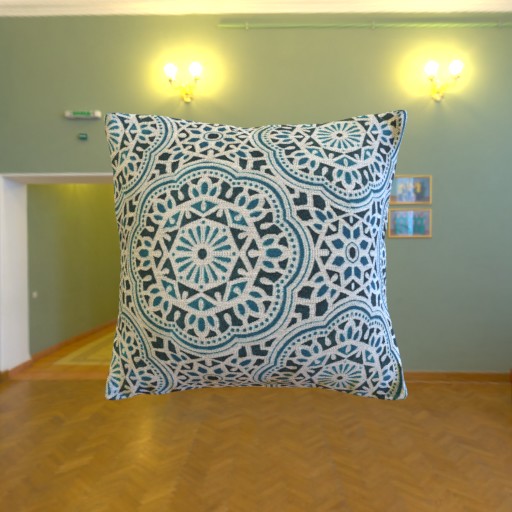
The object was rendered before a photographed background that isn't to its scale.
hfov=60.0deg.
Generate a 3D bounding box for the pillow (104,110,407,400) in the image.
[{"bbox_3d":[0.000,0.000,0.641,0.440,0.420,0.145,0,1,0],"label":"pillow"}]
